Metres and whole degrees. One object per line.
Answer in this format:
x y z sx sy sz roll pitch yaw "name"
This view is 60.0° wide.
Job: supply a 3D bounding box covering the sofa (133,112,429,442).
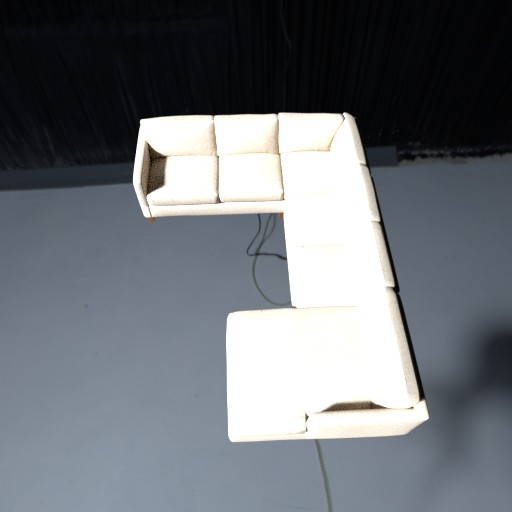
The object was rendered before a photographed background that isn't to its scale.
0.000 0.000 4.514 2.594 0.961 3.460 -2 58 -1 "sofa"
